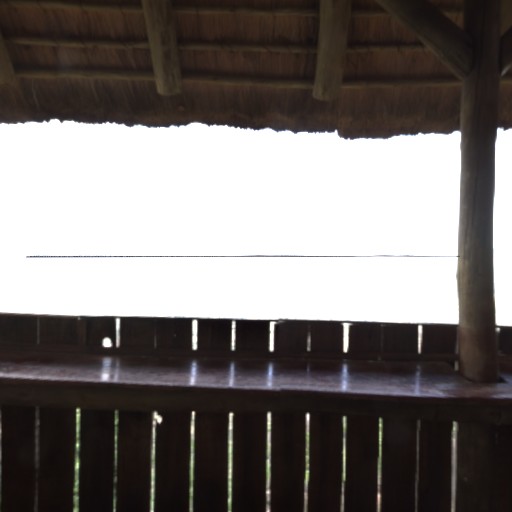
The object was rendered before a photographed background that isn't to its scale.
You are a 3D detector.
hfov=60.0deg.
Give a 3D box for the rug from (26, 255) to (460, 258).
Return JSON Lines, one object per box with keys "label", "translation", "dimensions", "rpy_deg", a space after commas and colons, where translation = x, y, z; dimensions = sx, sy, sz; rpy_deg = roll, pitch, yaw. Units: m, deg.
{"label": "rug", "translation": [0.000, 0.000, 2.736], "dimensions": [2.439, 0.013, 0.762], "rpy_deg": [0, 0, -19]}
